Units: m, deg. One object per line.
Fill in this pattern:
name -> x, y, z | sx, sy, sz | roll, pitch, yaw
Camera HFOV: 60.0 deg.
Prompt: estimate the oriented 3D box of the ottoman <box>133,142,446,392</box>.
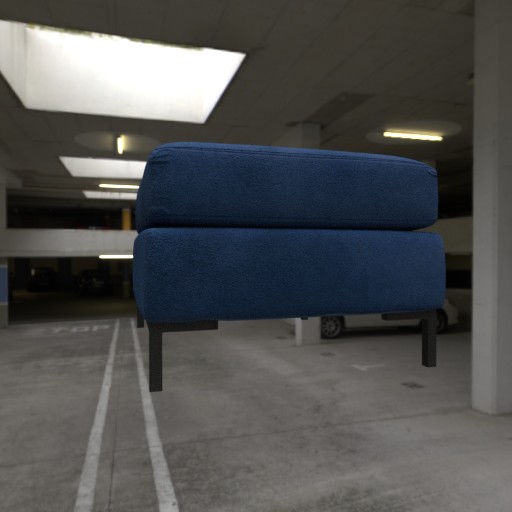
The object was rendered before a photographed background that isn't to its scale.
ottoman -> 0.000, 0.000, 1.234 | 0.655, 0.485, 0.794 | 0, 1, -17
